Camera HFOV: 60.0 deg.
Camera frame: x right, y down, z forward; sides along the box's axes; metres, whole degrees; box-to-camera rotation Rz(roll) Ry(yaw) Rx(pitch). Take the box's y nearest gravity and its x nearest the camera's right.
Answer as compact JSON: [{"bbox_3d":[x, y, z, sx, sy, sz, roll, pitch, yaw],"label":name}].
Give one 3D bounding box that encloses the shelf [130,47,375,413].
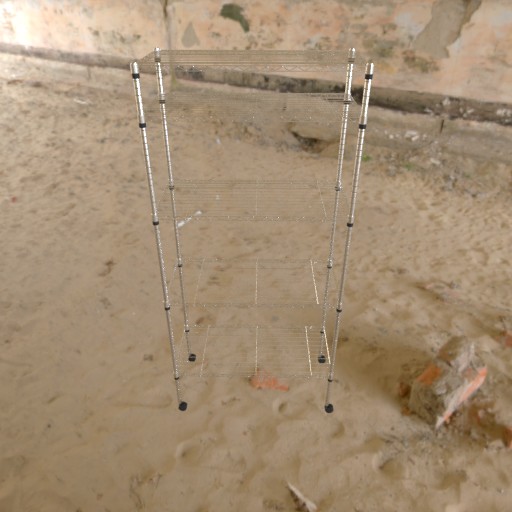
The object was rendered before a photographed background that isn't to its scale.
[{"bbox_3d":[0.000,0.000,1.903,0.762,1.587,0.356,1,32,1],"label":"shelf"}]
